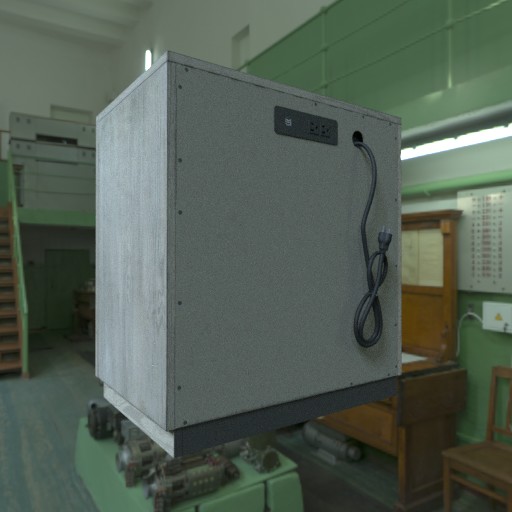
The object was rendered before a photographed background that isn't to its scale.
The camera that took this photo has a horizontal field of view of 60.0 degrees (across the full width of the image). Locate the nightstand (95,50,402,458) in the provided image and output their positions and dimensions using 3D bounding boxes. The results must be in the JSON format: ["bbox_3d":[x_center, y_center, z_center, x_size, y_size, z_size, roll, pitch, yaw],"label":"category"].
[{"bbox_3d":[0.000,0.000,1.049,0.612,0.673,0.483,0,0,-35],"label":"nightstand"}]
